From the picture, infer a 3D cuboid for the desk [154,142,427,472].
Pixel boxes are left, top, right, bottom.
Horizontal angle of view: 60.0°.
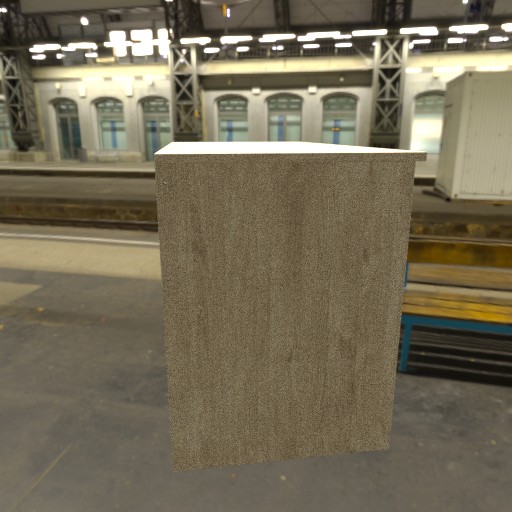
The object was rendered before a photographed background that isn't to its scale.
[{"bbox_3d":[0.000,0.000,1.508,0.560,0.730,1.100,-2,16,-8],"label":"desk"}]
